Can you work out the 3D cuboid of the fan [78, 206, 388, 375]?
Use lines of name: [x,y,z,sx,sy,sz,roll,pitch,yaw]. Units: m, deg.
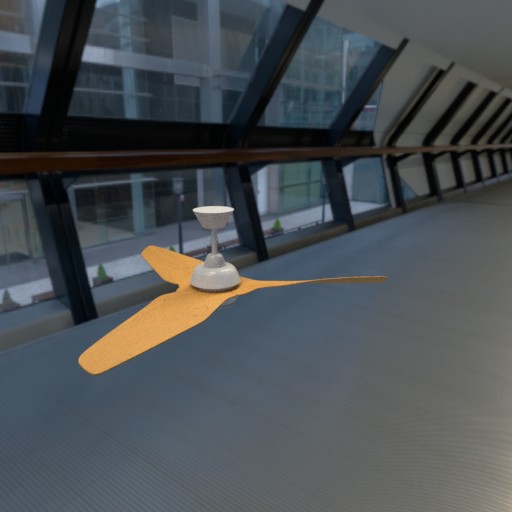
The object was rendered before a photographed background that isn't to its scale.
fan: [0.000,0.000,1.632,1.010,0.355,1.142,-2,16,-7]
